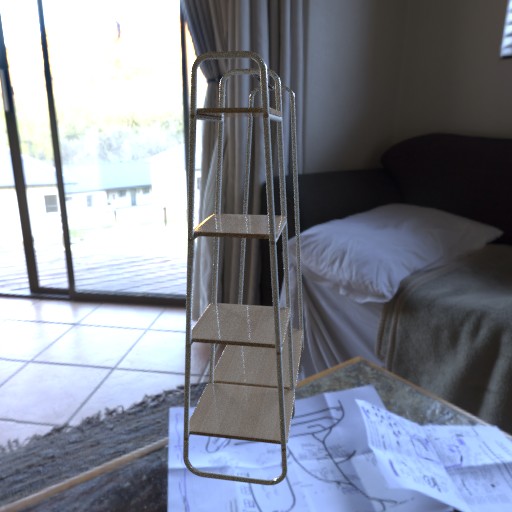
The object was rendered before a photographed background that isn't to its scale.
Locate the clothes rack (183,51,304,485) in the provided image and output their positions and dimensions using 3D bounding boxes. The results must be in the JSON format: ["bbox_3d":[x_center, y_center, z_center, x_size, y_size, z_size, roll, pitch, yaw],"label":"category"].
[{"bbox_3d":[0.000,0.000,1.955,0.400,1.500,1.011,3,16,9],"label":"clothes rack"}]
